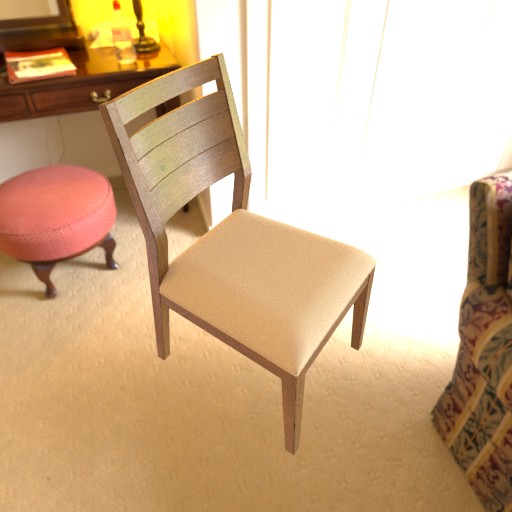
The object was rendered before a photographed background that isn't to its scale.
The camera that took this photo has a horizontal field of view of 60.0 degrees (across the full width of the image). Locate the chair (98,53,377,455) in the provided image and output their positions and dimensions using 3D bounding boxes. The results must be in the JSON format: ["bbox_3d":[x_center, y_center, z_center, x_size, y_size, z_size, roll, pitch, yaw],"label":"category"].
[{"bbox_3d":[0.000,0.000,1.302,0.610,0.939,0.497,24,47,25],"label":"chair"}]
